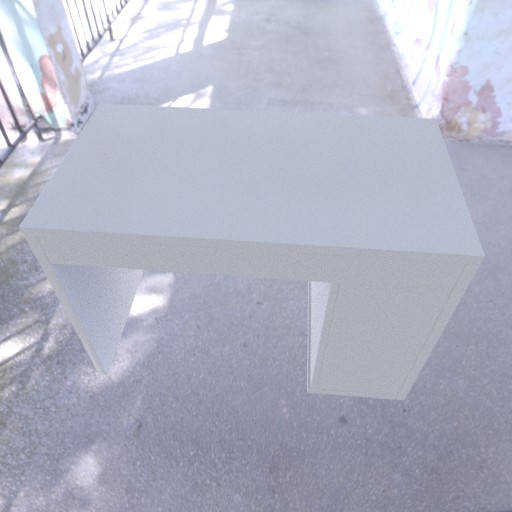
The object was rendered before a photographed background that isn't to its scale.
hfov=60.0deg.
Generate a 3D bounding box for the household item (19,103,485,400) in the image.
[{"bbox_3d":[0.000,0.000,1.517,1.100,0.749,0.597,4,47,3],"label":"household item"}]
